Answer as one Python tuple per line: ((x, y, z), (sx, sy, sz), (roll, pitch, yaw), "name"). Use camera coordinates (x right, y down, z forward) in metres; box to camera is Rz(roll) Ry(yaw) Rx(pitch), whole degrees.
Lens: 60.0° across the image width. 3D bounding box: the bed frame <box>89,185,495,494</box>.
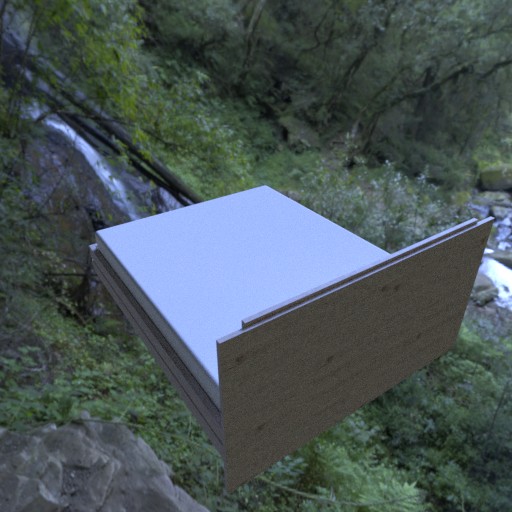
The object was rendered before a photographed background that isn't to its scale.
((0.000, 0.000, 2.984), (1.750, 0.970, 2.080), (-20, 37, -29), "bed frame")
